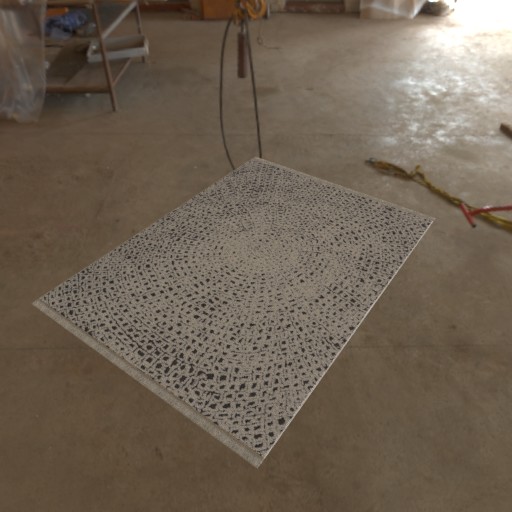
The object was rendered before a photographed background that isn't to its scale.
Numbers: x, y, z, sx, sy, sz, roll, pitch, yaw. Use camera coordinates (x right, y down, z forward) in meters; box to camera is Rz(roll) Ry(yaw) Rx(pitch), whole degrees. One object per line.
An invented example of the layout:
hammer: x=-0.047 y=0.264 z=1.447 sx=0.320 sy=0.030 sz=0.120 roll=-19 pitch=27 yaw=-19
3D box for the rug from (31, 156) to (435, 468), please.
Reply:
rug: x=0.000 y=0.000 z=2.132 sx=1.190 sy=0.003 sz=1.634 roll=25 pitch=46 yaw=27
